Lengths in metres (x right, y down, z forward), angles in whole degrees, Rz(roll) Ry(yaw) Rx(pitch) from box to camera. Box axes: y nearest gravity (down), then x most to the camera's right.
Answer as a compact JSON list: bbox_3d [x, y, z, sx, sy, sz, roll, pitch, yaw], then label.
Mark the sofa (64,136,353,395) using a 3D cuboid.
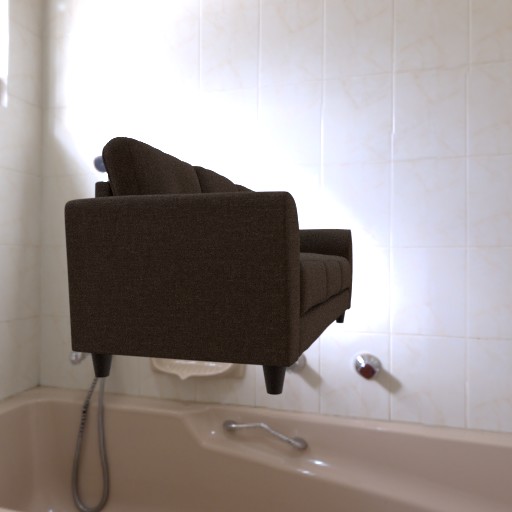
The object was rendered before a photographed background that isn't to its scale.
[{"bbox_3d":[0.000,0.000,2.305,0.837,0.891,1.847,0,0,18],"label":"sofa"}]
